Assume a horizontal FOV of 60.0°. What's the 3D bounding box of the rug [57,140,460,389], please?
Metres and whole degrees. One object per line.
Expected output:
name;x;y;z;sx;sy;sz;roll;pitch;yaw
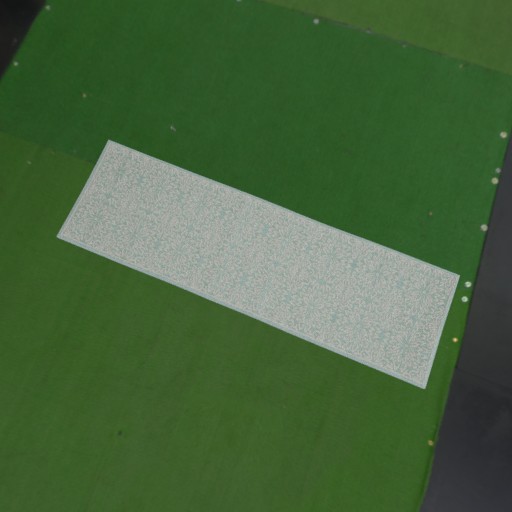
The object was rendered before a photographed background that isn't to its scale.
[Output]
rug;0.000;0.000;2.505;2.196;0.011;0.662;22;77;5
